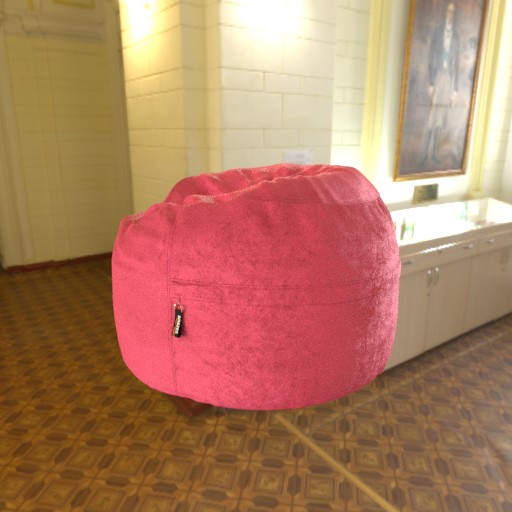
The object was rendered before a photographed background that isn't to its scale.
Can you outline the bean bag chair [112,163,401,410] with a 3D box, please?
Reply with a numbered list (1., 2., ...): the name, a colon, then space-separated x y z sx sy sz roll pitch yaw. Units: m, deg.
1. bean bag chair: 0.000 0.000 1.953 1.218 0.788 1.218 0 15 0
